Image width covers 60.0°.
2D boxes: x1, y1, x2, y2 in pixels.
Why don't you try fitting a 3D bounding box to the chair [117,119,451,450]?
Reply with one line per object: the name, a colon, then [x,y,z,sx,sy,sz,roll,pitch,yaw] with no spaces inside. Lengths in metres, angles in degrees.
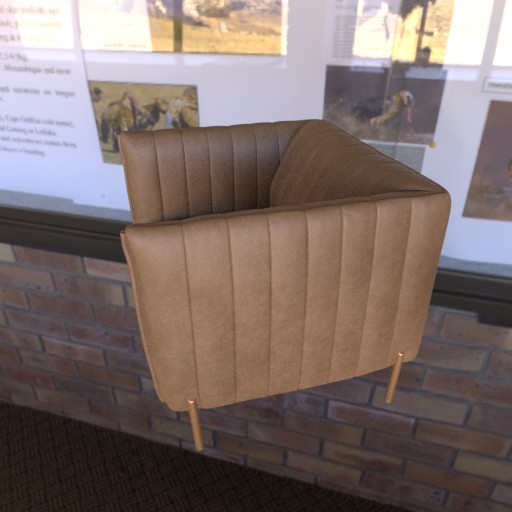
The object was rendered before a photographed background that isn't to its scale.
chair: [0.000,0.000,1.640,0.876,0.779,0.981,-8,31,-13]
